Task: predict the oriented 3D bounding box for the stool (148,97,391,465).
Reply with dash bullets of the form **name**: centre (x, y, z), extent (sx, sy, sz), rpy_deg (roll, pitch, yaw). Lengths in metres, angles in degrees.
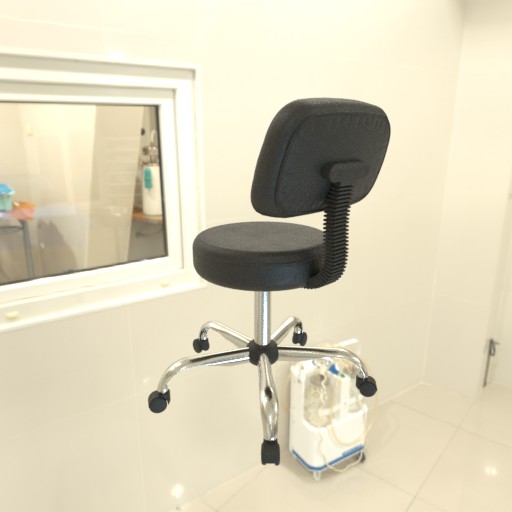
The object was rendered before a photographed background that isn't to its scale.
- **stool**: centre (0.000, 0.000, 1.318), extent (0.673, 0.862, 0.648), rpy_deg (-15, 22, -41)
